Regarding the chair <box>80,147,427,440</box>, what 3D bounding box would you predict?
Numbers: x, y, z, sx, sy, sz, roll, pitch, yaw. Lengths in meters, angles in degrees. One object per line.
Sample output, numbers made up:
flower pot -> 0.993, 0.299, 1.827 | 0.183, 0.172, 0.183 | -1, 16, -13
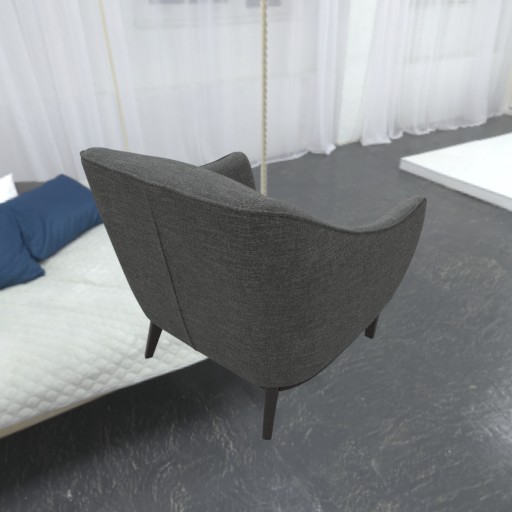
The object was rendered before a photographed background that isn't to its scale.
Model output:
chair -> 0.000, 0.000, 1.547 | 0.870, 0.829, 0.851 | 22, 37, 33
